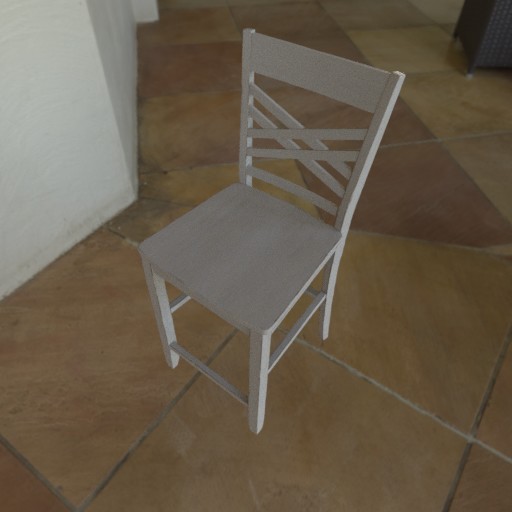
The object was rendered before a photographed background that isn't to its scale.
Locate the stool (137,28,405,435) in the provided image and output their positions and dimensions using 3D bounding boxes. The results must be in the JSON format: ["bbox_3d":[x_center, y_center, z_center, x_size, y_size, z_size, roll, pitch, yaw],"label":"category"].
[{"bbox_3d":[0.000,0.000,1.351,0.462,1.079,0.539,30,53,25],"label":"stool"}]
